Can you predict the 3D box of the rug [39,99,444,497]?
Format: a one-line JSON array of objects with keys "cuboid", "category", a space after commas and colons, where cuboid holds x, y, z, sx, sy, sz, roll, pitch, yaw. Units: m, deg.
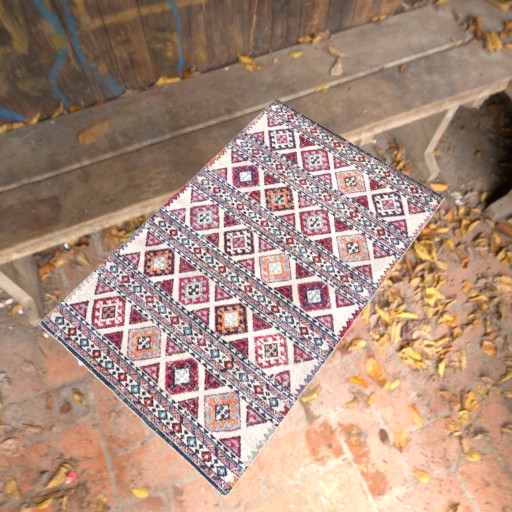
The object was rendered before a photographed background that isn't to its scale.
[{"cuboid": [0.000, 0.000, 2.977, 1.545, 0.010, 2.440, 36, 69, 16], "category": "rug"}]
